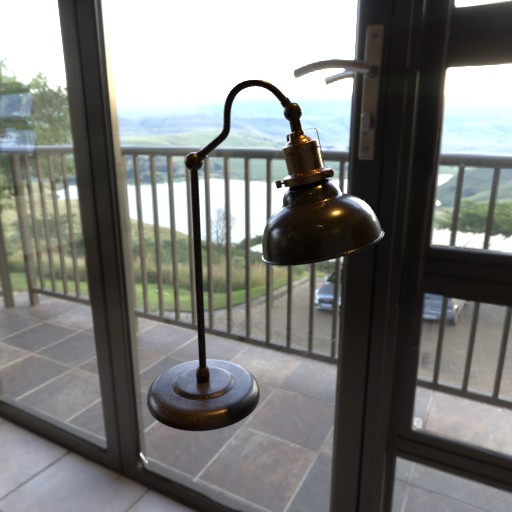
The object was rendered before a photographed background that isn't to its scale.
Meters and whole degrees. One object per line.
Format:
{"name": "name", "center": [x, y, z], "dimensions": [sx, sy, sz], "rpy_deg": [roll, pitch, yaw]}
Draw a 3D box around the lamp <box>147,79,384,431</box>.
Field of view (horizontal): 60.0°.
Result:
{"name": "lamp", "center": [0.000, 0.000, 0.681], "dimensions": [0.374, 0.508, 0.192], "rpy_deg": [3, 16, 10]}
